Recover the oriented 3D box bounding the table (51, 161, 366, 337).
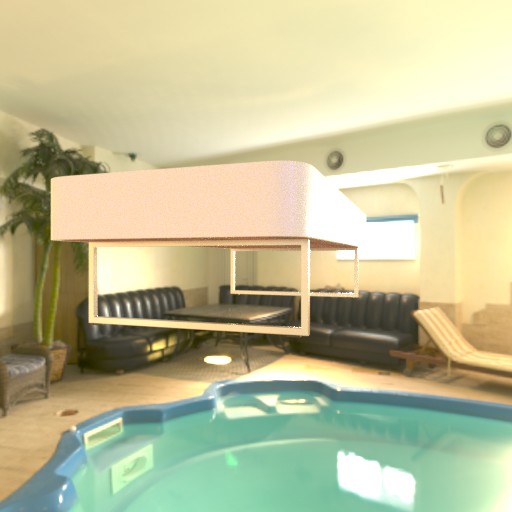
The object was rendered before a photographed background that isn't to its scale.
[{"bbox_3d":[0.000,0.000,1.440,0.600,0.340,1.200,0,0,19],"label":"table"}]
